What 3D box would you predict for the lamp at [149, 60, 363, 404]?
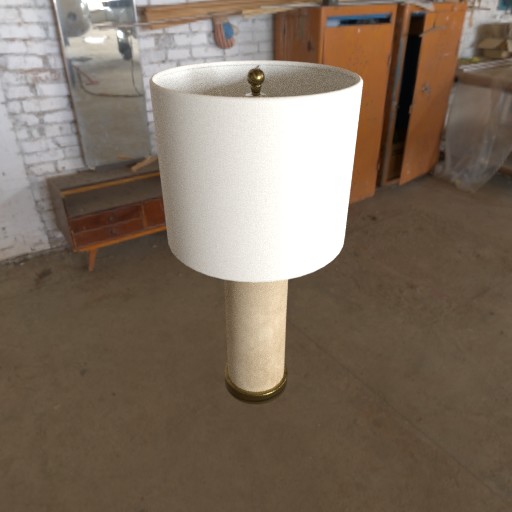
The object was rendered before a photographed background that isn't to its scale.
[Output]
[{"bbox_3d":[0.000,0.000,0.804,0.305,0.634,0.305,0,32,1],"label":"lamp"}]
